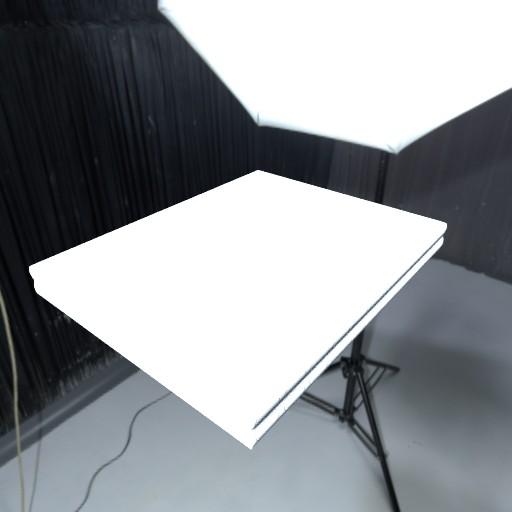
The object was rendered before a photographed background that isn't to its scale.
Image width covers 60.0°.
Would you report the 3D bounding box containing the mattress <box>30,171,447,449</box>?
[{"bbox_3d":[0.000,0.000,2.706,1.600,0.200,2.000,23,37,33],"label":"mattress"}]
